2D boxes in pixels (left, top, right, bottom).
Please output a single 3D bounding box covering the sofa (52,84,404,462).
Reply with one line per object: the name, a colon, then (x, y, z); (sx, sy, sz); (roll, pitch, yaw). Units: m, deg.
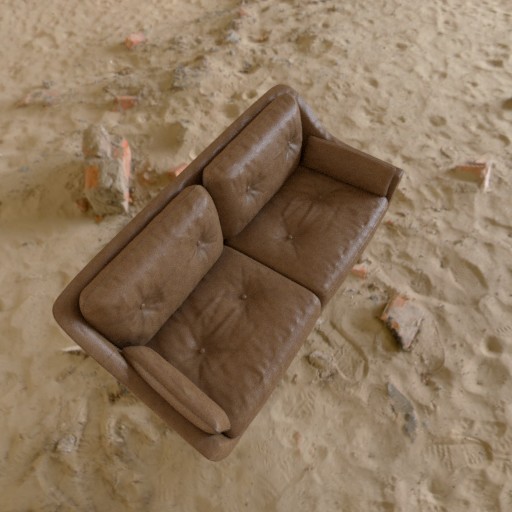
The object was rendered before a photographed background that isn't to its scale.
sofa: (0.000, 0.000, 2.384); (0.904, 0.839, 1.902); (29, 62, 18)
